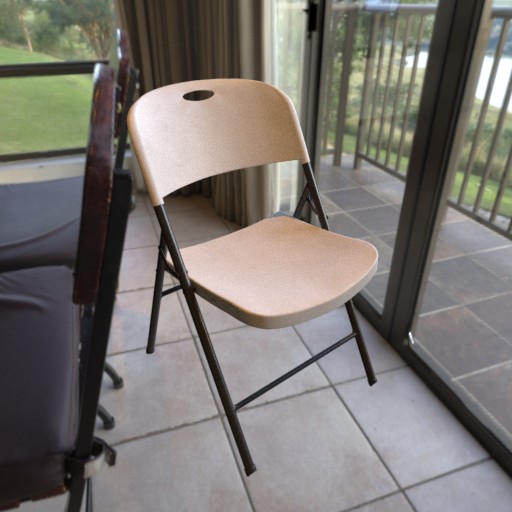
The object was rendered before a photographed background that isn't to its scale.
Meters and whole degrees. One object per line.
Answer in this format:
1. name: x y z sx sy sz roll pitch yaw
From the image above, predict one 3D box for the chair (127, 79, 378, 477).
1. chair: 0.000 0.000 1.183 0.494 0.810 0.566 -22 38 -32
